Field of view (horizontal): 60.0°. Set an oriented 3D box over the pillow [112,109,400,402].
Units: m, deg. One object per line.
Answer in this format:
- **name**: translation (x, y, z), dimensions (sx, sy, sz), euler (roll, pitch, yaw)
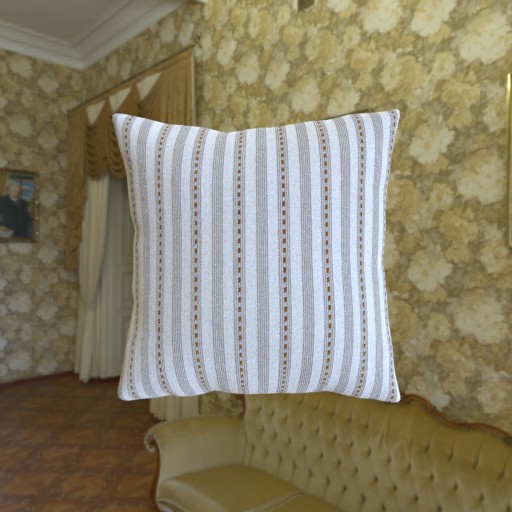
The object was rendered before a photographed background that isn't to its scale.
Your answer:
- **pillow**: translation (0.000, 0.000, 0.659), dimensions (0.432, 0.437, 0.147), euler (0, 0, 0)
